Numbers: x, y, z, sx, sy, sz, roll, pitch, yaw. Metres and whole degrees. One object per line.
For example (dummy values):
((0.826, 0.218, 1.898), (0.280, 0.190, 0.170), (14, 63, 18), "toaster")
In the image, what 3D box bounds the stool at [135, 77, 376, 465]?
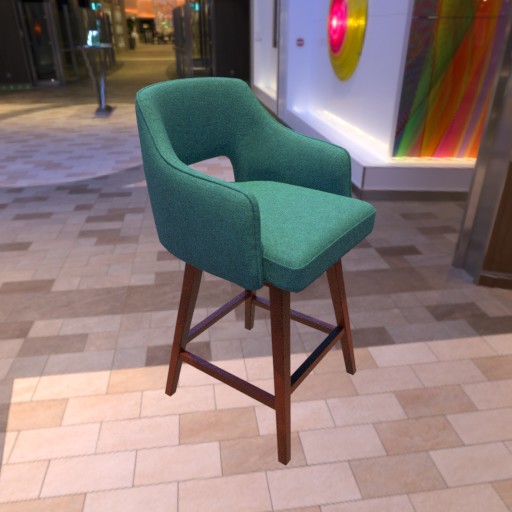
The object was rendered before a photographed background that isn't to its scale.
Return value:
((0.000, 0.000, 1.329), (0.556, 0.961, 0.548), (18, 32, 31), "stool")
